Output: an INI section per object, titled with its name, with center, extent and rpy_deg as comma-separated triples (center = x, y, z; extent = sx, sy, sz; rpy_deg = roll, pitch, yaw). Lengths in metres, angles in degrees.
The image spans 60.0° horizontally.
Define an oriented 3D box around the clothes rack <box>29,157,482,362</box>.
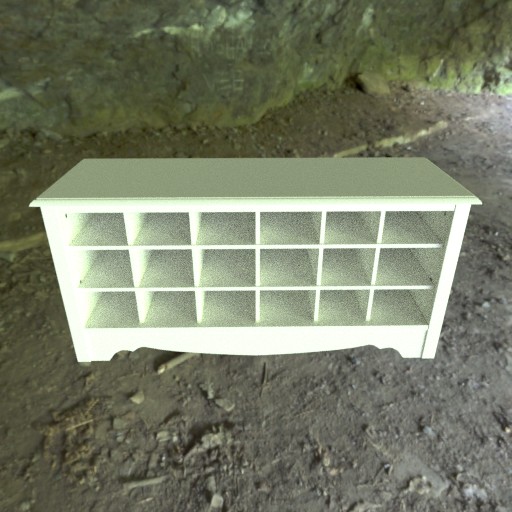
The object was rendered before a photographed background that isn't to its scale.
[clothes rack]
center = 0.000, 0.000, 1.493
extent = 1.218, 0.558, 0.405
rpy_deg = 0, 28, -1
